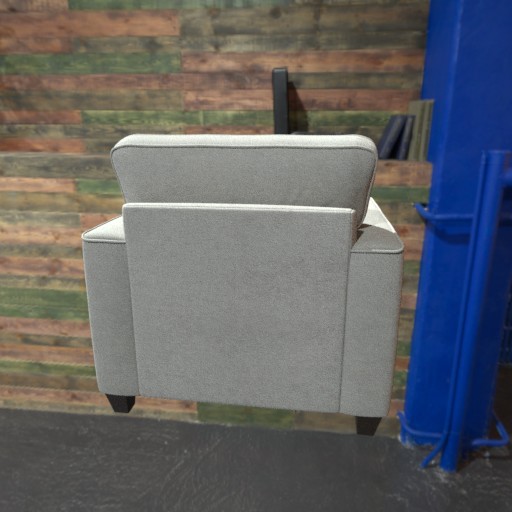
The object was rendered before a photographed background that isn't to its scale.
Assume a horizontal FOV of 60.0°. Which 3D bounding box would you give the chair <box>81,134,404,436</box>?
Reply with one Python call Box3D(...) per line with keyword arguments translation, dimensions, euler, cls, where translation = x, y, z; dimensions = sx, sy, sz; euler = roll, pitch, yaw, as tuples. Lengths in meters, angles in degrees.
Box3D(translation=(0.000, 0.000, 1.800), dimensions=(1.015, 0.965, 0.939), euler=(2, 17, 8), cls="chair")
